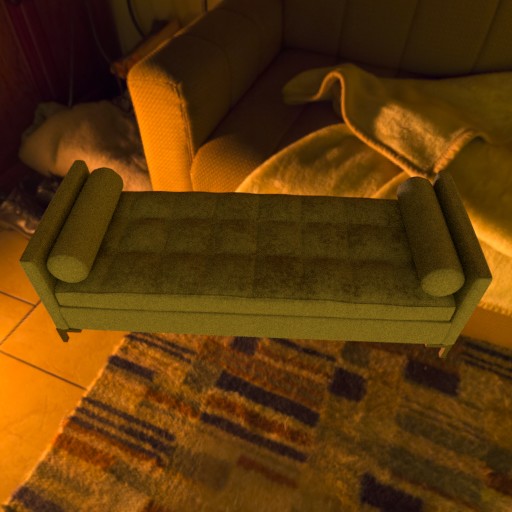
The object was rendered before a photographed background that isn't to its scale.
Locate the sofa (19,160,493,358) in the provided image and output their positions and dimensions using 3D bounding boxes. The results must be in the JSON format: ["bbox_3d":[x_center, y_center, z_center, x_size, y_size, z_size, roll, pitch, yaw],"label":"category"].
[{"bbox_3d":[0.000,0.000,2.420,2.102,0.657,0.797,2,47,2],"label":"sofa"}]
